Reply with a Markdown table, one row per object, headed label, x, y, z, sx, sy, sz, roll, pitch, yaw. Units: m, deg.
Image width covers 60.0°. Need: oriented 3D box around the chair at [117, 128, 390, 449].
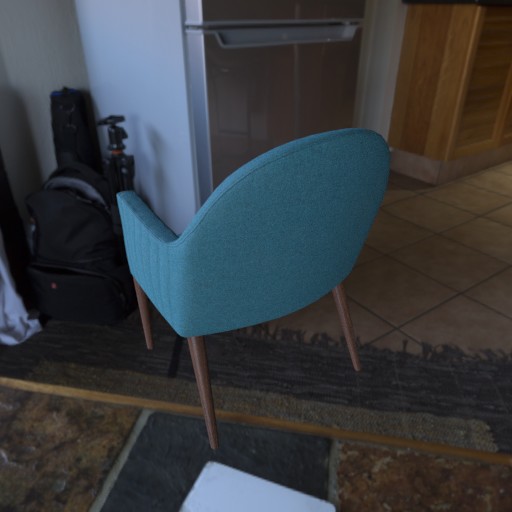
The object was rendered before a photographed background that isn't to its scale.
| label | x | y | z | sx | sy | sz | roll | pitch | yaw |
| --- | --- | --- | --- | --- | --- | --- | --- | --- | --- |
| chair | 0.000 | 0.000 | 1.379 | 0.656 | 0.907 | 0.652 | -18 | 35 | -28 |
